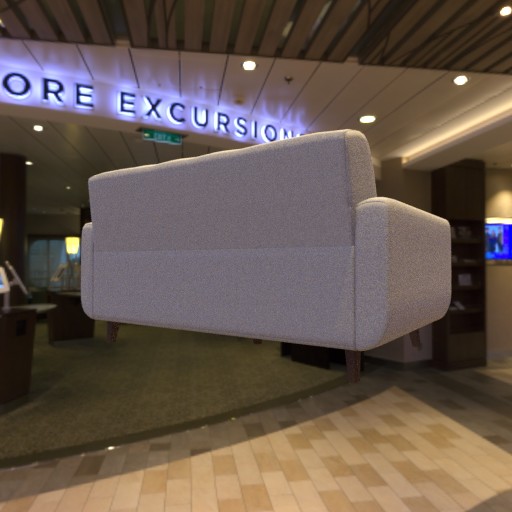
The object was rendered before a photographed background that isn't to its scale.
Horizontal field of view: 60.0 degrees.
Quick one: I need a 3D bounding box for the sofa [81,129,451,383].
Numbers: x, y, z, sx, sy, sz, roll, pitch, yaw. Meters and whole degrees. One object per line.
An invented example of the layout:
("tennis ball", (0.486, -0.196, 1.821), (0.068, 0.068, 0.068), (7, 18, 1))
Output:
("sofa", (0.000, 0.000, 2.234), (1.655, 0.892, 0.980), (-1, -1, 35))
